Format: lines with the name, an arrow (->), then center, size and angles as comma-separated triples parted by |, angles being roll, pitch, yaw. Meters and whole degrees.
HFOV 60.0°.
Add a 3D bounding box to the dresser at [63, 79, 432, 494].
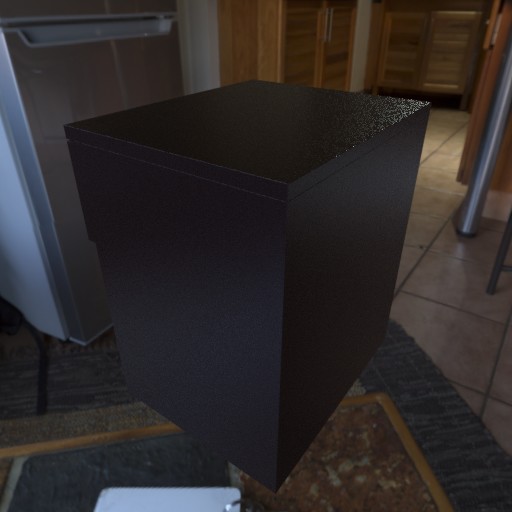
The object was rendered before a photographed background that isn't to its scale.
dresser -> 0.000, 0.000, 0.737 | 0.360, 0.470, 0.400 | 21, 37, 30
